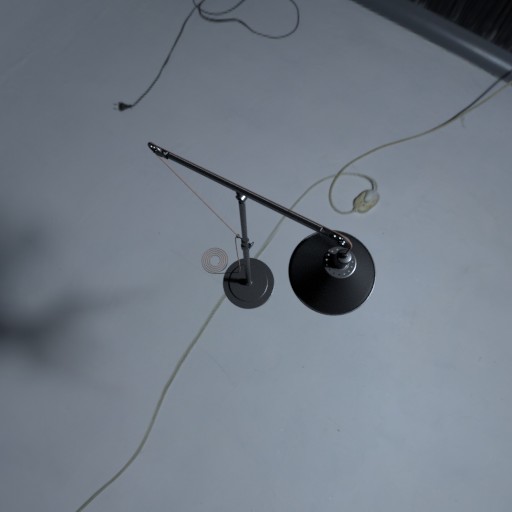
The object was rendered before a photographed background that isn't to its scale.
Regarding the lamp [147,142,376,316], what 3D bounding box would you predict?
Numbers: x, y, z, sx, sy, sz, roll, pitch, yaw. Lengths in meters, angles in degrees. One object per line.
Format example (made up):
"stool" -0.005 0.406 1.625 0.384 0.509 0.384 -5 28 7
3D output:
"lamp" 0.000 0.000 1.969 0.904 1.626 0.319 34 78 8
